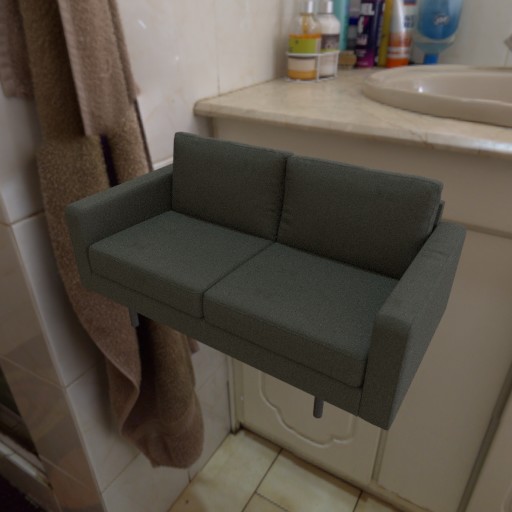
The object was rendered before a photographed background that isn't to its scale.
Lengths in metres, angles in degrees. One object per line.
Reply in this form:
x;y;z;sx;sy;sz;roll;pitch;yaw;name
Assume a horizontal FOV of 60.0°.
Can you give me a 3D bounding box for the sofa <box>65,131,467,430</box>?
0.000;0.000;2.207;1.730;0.897;0.889;18;35;28;sofa
